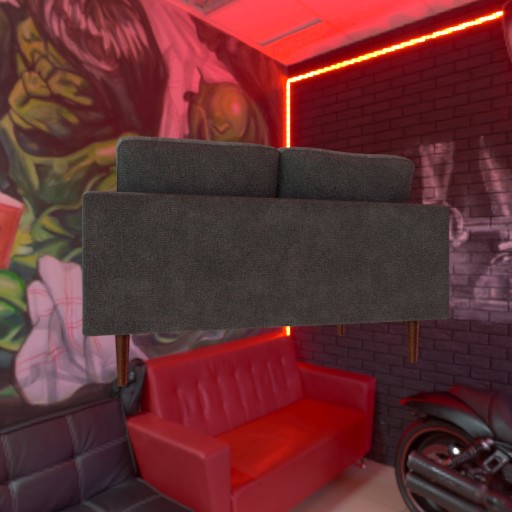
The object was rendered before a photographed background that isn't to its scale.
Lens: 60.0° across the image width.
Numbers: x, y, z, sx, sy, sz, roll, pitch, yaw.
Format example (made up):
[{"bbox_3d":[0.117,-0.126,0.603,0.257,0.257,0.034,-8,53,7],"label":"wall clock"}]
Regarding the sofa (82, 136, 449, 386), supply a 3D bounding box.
[{"bbox_3d":[0.000,0.000,2.189,1.582,0.956,0.903,0,0,-17],"label":"sofa"}]
